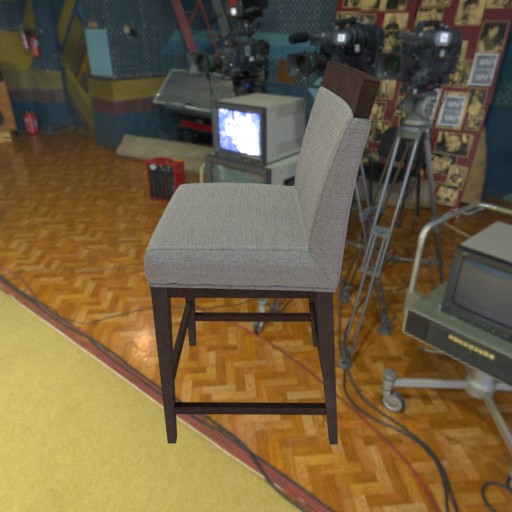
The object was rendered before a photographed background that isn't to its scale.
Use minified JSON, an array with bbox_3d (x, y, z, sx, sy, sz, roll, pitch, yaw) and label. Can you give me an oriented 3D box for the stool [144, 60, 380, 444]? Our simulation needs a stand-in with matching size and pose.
[{"bbox_3d":[0.000,0.000,1.286,0.531,1.009,0.512,0,27,0],"label":"stool"}]
